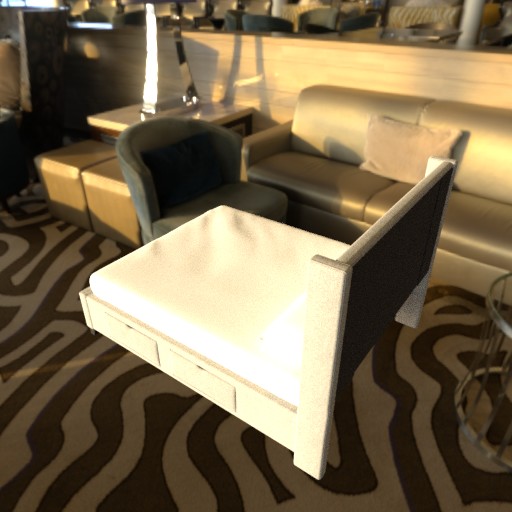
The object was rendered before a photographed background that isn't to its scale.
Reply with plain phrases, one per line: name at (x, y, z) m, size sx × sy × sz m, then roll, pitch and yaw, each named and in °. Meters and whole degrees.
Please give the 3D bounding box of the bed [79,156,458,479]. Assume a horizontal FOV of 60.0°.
bed at (0.000, 0.000, 3.418) m, size 2.222 × 1.491 × 1.774 m, roll 21°, pitch 37°, yaw 30°
